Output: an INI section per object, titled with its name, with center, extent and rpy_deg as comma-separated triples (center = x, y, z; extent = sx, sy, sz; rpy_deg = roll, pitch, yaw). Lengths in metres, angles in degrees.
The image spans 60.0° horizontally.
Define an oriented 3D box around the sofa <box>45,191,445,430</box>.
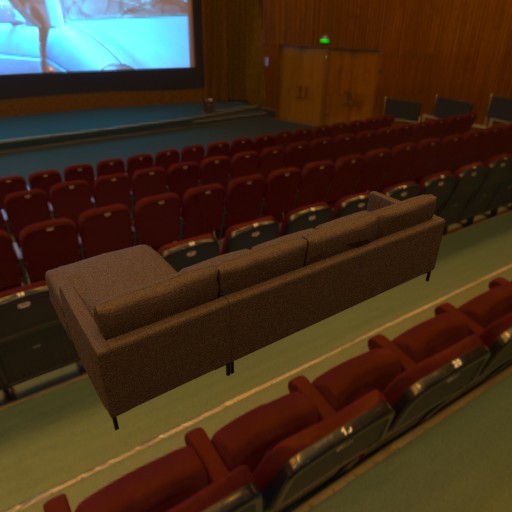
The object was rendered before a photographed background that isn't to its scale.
[sofa]
center = 0.000, 0.000, 3.869
extent = 3.221, 0.892, 1.483
rpy_deg = -18, 34, -29
